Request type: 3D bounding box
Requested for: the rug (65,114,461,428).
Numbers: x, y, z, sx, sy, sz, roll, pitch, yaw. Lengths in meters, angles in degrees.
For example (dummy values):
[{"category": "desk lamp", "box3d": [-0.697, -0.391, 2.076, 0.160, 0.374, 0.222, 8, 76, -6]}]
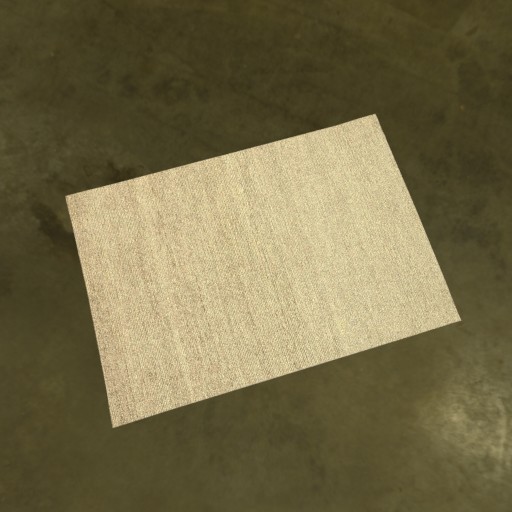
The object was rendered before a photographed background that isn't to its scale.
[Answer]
[{"category": "rug", "box3d": [0.000, 0.000, 3.015, 2.342, 0.030, 1.609, -16, 75, -4]}]
